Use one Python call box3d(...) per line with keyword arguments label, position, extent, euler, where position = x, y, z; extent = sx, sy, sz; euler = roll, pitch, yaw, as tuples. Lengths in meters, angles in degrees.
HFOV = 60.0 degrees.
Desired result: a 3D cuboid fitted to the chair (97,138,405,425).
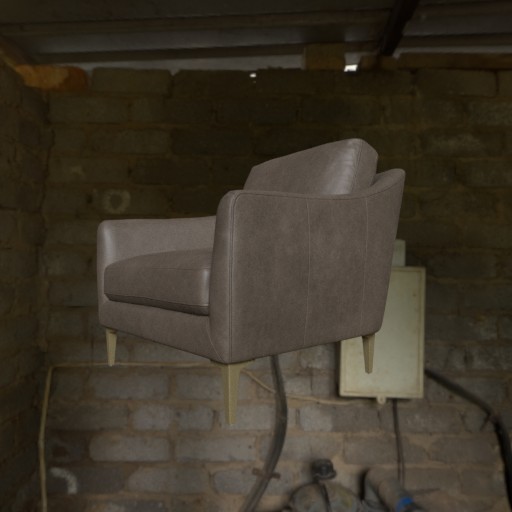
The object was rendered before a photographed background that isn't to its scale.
box3d(label="chair", position=(0.000, 0.000, 1.752), extent=(0.961, 0.901, 0.988), euler=(1, -2, -38))
